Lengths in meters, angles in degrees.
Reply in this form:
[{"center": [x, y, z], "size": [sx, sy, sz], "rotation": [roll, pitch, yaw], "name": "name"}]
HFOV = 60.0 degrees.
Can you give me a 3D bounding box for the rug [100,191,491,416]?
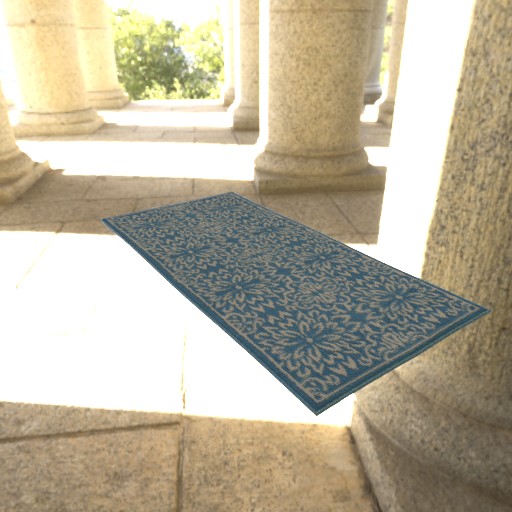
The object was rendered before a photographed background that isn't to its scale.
[{"center": [0.000, 0.000, 1.416], "size": [0.604, 0.007, 1.219], "rotation": [-17, 31, -32], "name": "rug"}]
